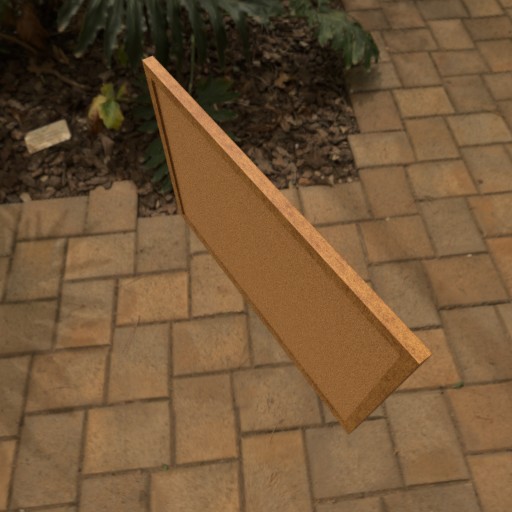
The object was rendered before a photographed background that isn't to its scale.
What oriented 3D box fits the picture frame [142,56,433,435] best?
[{"bbox_3d":[0.000,0.000,1.151,0.029,0.621,0.922,-31,64,-17],"label":"picture frame"}]
